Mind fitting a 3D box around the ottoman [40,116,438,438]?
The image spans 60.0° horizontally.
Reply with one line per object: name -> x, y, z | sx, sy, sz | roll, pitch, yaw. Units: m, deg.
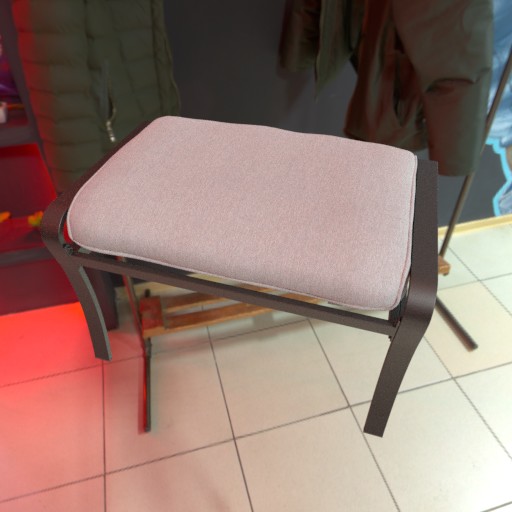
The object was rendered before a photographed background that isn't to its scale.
ottoman -> 0.000, 0.000, 0.889 | 0.610, 0.422, 0.406 | 11, 43, 13
